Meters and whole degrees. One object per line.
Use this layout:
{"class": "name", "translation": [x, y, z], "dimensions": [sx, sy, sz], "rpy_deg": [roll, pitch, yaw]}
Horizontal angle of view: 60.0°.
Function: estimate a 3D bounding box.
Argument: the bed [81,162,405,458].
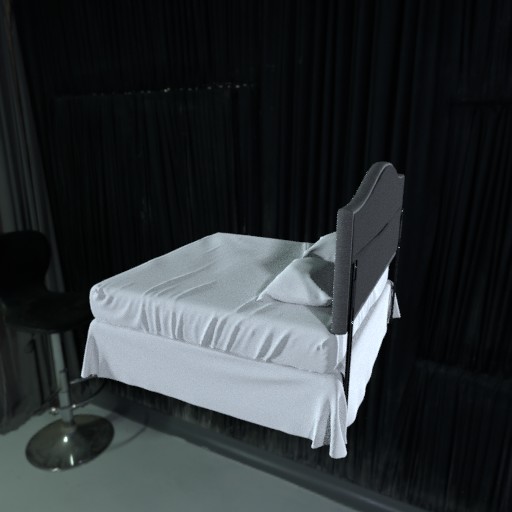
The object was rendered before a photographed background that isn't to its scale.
{"class": "bed", "translation": [0.000, 0.000, 3.808], "dimensions": [2.219, 1.651, 2.314], "rpy_deg": [8, 18, 24]}
